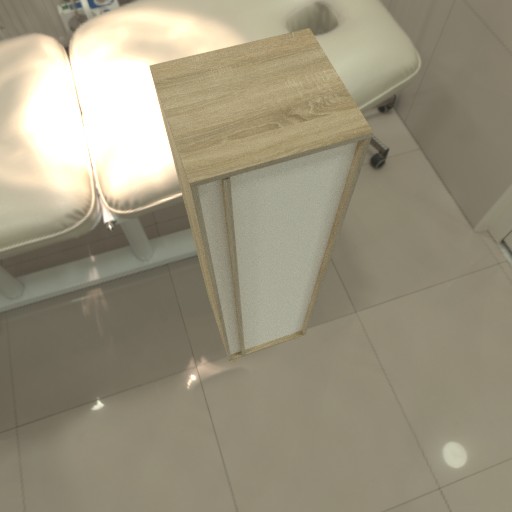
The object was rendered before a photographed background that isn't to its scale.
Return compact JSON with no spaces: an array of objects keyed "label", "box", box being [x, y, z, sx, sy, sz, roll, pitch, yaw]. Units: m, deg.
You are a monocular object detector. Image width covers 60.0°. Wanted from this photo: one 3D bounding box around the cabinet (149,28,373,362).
[{"label":"cabinet","box":[0.000,0.000,2.118,0.510,1.960,0.450,-17,64,-9]}]
